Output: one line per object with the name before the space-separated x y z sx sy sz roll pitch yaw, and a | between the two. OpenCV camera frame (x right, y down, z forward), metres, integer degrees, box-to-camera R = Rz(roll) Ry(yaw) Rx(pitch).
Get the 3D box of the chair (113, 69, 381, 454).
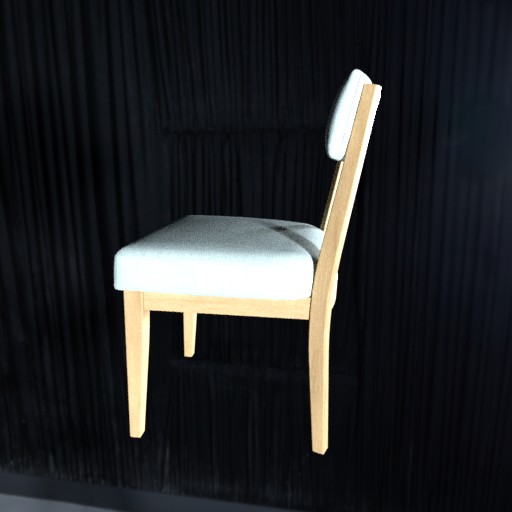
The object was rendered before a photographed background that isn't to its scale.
chair | 0.000 0.000 1.159 0.572 0.832 0.508 2 14 9
